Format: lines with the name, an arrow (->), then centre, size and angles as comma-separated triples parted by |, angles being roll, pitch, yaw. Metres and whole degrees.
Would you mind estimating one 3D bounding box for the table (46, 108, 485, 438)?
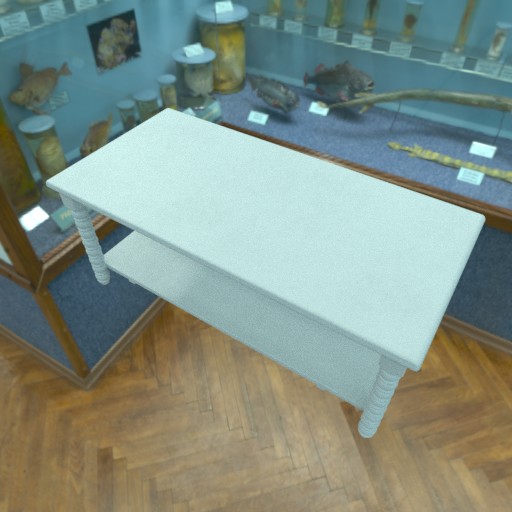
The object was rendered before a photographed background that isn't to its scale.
table -> 0.000, 0.000, 1.467 | 1.171, 0.487, 0.580 | 25, 50, 23
